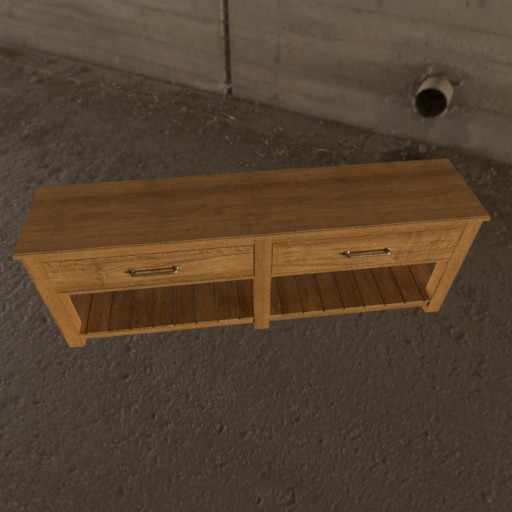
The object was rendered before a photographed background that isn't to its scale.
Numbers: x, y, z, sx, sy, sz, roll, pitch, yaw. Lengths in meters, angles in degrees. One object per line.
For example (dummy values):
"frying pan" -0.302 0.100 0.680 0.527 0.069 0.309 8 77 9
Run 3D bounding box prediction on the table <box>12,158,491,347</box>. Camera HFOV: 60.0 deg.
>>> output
"table" 0.000 0.000 2.030 1.815 0.635 0.425 -5 47 -5
